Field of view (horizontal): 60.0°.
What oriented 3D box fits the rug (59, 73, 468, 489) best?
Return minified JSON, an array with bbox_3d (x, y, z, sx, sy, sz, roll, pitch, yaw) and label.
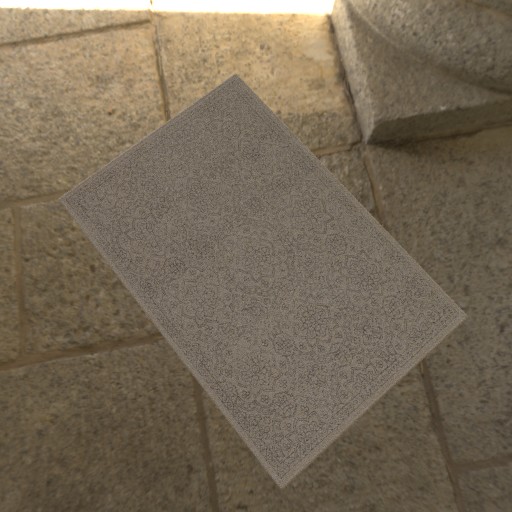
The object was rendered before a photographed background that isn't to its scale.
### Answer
[{"bbox_3d":[0.000,0.000,2.846,1.524,0.011,2.286,-39,78,-9],"label":"rug"}]
